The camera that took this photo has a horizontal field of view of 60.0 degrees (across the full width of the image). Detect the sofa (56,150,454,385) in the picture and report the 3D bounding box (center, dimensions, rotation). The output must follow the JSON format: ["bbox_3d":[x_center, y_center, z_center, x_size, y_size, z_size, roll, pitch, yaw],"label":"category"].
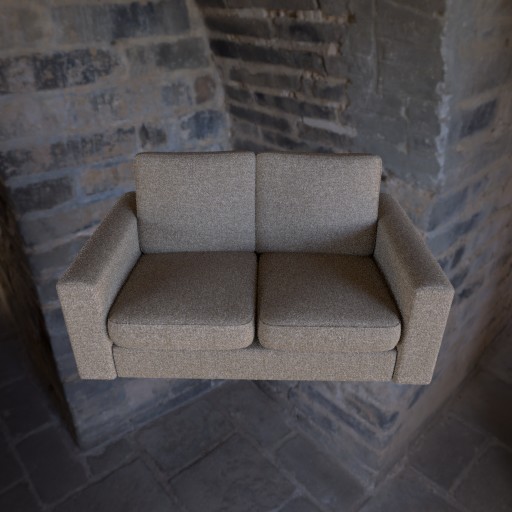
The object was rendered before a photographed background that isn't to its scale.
[{"bbox_3d":[0.000,0.000,2.233,1.616,0.873,1.016,1,30,1],"label":"sofa"}]
